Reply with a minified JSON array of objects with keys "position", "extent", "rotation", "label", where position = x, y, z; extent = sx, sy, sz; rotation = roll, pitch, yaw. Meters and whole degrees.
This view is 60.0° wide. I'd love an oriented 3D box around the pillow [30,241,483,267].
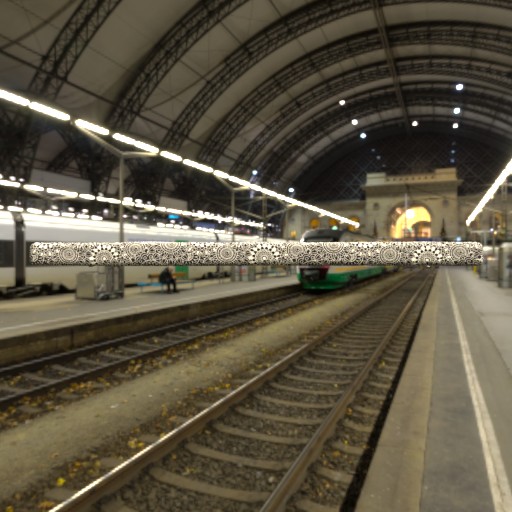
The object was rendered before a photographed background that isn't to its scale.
[{"position":[0.000,0.000,1.348],"extent":[1.187,0.081,0.492],"rotation":[0,0,2],"label":"pillow"}]
